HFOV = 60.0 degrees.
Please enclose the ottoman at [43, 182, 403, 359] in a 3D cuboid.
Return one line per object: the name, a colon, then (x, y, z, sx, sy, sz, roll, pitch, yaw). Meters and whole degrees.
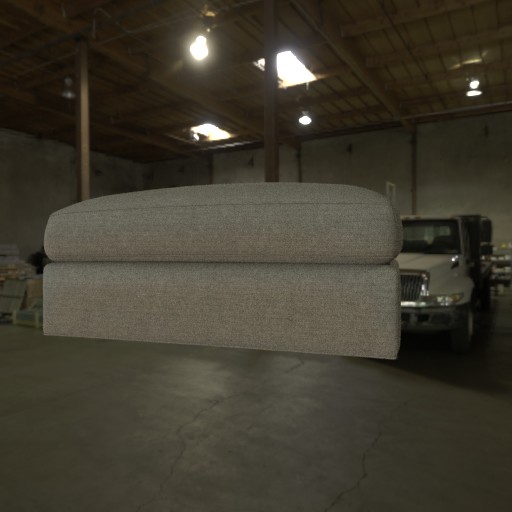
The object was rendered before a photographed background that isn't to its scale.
ottoman: (0.000, 0.000, 1.657, 1.041, 0.470, 1.041, 0, 1, 18)
